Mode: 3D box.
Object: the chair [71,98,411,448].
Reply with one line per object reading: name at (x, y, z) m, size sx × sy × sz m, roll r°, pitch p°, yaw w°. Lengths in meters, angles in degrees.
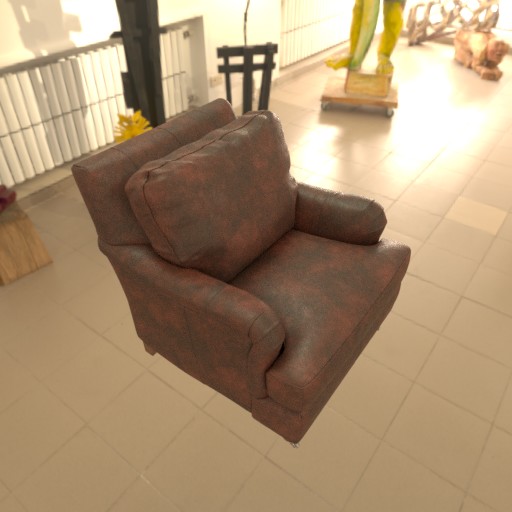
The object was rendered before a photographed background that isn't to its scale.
chair at (0.000, 0.000, 2.004) m, size 1.156 × 1.051 × 0.987 m, roll 25°, pitch 46°, yaw 27°
